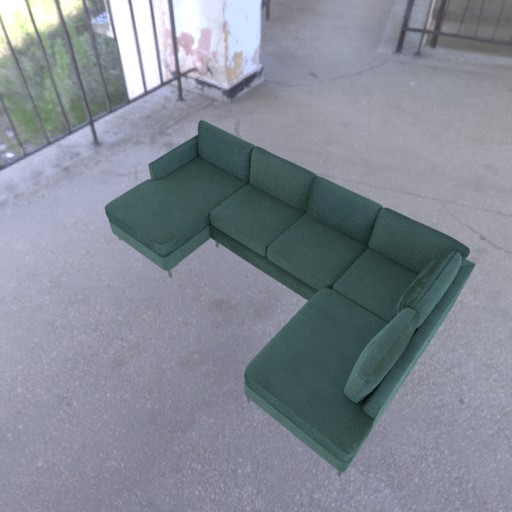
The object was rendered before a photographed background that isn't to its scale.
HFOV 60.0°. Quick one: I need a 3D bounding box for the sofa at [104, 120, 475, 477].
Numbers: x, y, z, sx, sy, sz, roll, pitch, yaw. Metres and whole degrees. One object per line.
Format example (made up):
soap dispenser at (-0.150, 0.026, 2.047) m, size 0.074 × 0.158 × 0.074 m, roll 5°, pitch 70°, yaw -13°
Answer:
sofa at (0.000, 0.000, 4.299) m, size 3.434 × 0.992 × 2.055 m, roll 32°, pitch 55°, yaw 26°
